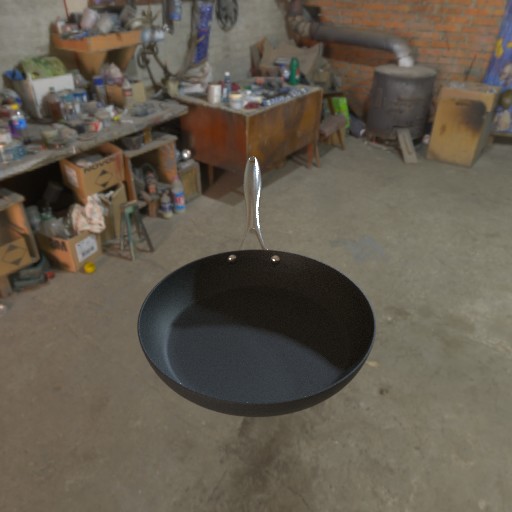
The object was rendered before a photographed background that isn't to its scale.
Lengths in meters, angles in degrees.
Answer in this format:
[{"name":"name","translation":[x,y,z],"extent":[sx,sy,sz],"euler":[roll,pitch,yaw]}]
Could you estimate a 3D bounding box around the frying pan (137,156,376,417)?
[{"name":"frying pan","translation":[0.000,0.000,0.577],"extent":[0.255,0.105,0.472],"euler":[0,32,0]}]
